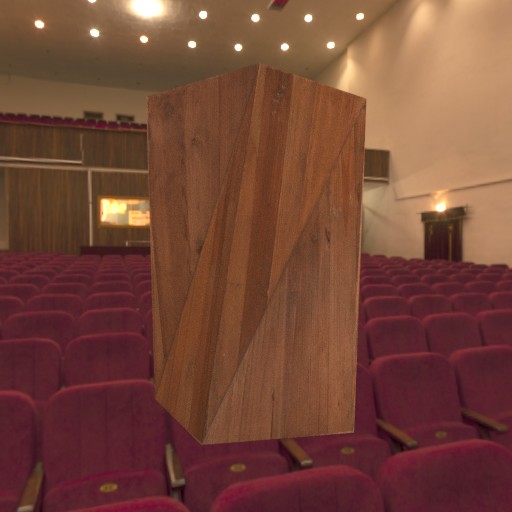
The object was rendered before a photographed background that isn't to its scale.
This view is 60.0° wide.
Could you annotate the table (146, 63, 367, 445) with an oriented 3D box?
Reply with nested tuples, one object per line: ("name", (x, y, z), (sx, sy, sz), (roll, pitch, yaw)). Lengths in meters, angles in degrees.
("table", (0.000, 0.000, 0.913), (0.441, 0.604, 0.425), (0, 0, -18))
